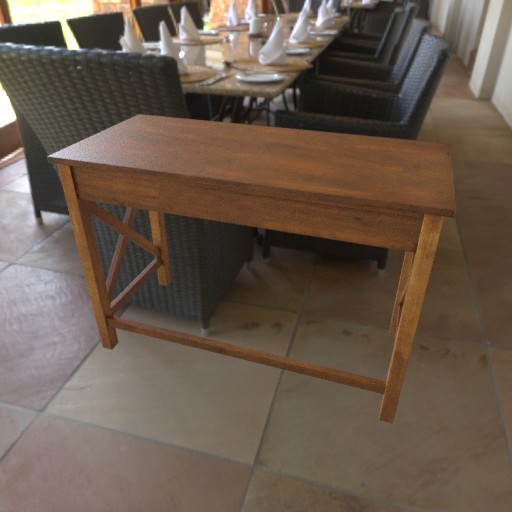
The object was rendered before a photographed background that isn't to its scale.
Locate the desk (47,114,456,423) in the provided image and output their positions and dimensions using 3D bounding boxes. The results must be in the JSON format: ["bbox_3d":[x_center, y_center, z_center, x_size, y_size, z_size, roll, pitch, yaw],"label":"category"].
[{"bbox_3d":[0.000,0.000,1.548,1.117,0.762,0.508,10,33,16],"label":"desk"}]
